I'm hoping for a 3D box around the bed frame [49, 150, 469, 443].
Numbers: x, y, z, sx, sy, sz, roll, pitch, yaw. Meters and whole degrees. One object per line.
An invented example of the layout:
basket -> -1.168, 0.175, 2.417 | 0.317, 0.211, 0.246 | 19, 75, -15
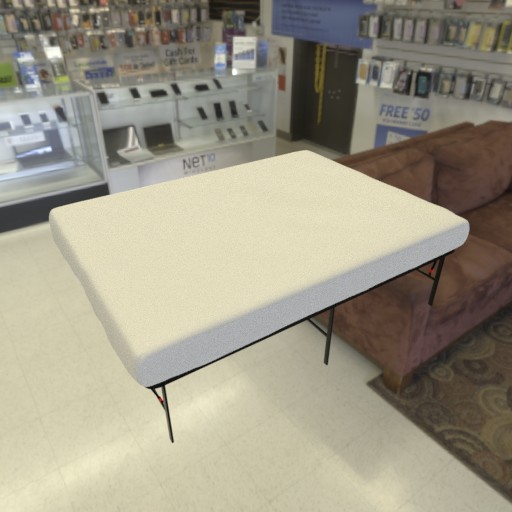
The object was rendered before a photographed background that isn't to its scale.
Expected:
bed frame -> 0.000, 0.000, 2.856 | 2.151, 0.667, 1.584 | -19, 37, -28
